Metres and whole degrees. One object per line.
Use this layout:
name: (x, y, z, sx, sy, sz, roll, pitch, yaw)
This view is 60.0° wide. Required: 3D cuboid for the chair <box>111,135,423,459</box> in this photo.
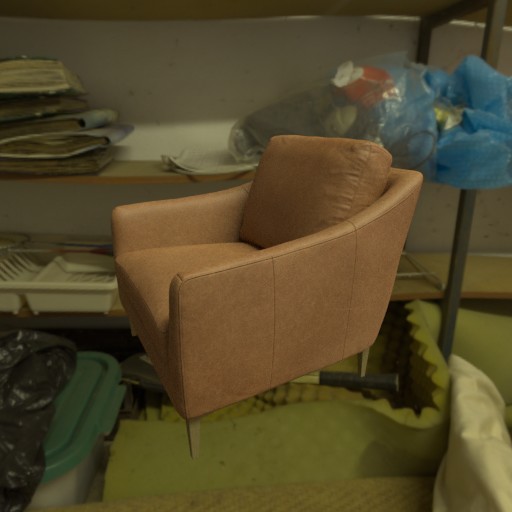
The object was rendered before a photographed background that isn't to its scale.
chair: (0.000, 0.000, 1.733, 0.963, 0.895, 0.988, -8, 19, -25)
